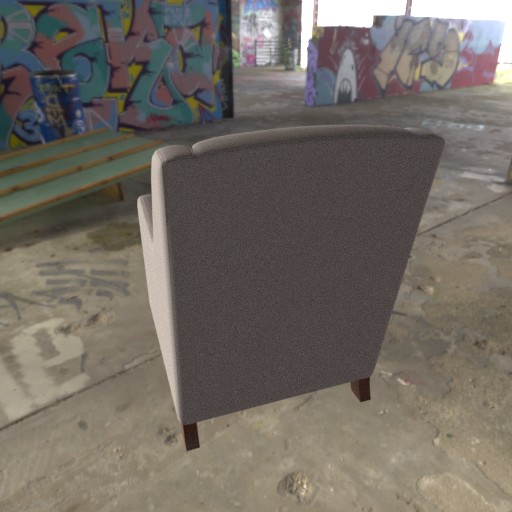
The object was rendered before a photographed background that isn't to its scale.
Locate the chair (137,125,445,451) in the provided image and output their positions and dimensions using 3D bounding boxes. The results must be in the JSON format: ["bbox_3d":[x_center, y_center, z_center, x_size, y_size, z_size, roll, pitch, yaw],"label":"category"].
[{"bbox_3d":[0.000,0.000,1.558,0.715,1.010,0.863,-9,28,-17],"label":"chair"}]
